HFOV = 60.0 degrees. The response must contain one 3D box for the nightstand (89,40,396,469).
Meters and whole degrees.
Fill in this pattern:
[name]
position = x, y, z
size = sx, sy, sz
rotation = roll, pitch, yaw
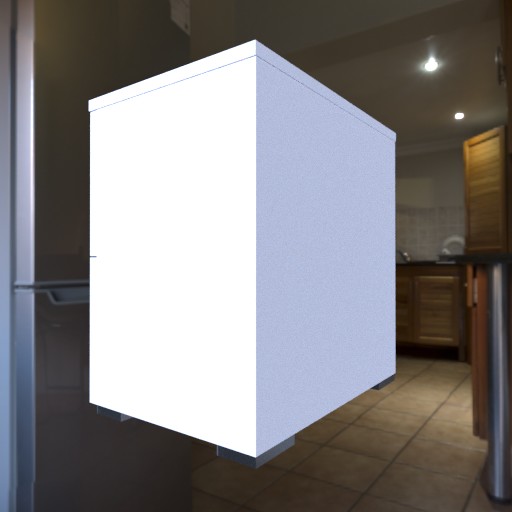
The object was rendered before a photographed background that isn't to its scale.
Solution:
[nightstand]
position = 0.000, 0.000, 0.748
size = 0.325, 0.460, 0.441
rotation = 0, 0, 37
